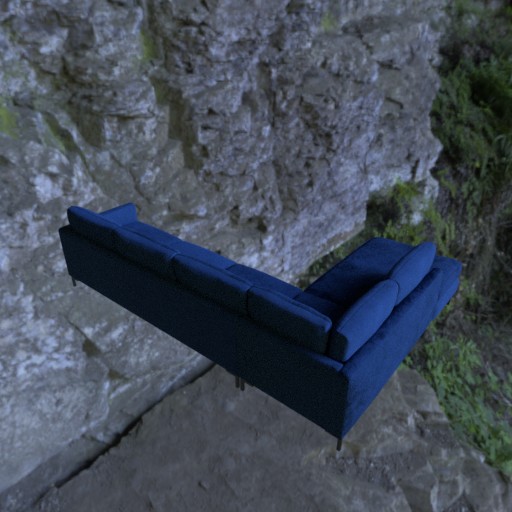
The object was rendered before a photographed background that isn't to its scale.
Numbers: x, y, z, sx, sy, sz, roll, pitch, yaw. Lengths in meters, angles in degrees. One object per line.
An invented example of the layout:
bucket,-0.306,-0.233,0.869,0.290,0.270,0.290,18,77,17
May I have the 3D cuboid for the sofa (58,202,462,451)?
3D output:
sofa,0.000,0.000,3.888,2.949,0.815,2.007,22,36,33
